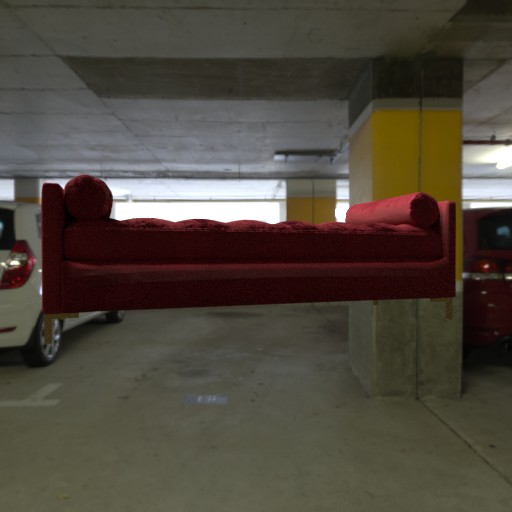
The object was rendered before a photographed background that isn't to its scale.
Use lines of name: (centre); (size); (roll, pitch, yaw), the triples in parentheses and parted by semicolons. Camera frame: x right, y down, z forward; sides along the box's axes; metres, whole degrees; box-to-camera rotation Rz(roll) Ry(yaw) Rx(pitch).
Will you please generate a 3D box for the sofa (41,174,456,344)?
sofa: (0.000, 0.000, 2.470); (2.102, 0.705, 0.796); (0, 1, -19)
